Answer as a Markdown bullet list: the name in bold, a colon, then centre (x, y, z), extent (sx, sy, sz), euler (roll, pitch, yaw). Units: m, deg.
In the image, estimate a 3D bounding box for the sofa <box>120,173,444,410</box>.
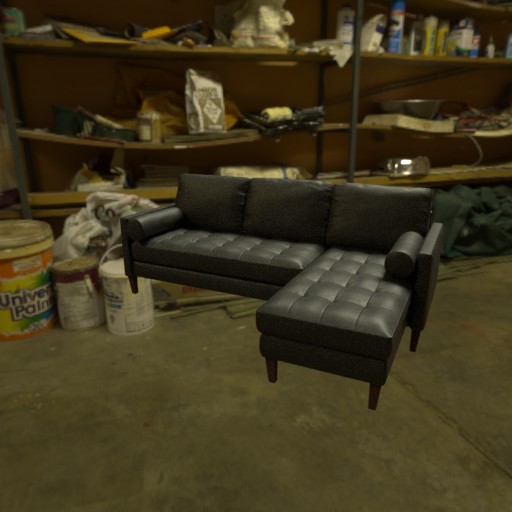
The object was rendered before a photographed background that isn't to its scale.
- **sofa**: centre (0.000, 0.000, 2.923), extent (2.178, 0.876, 1.497), euler (8, 19, 25)
